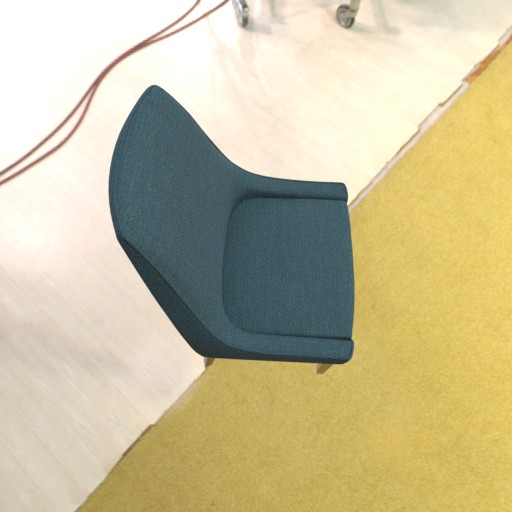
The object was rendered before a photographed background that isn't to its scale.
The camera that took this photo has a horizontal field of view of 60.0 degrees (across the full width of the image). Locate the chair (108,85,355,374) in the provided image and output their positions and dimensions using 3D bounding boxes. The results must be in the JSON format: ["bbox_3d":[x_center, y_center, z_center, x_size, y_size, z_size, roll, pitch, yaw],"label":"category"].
[{"bbox_3d":[0.000,0.000,1.204,0.544,0.861,0.529,3,65,1],"label":"chair"}]
